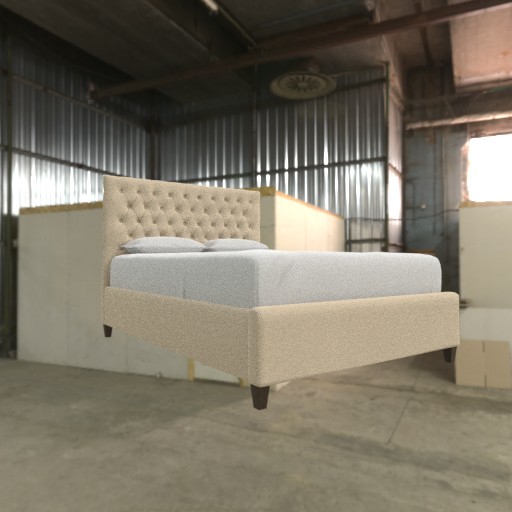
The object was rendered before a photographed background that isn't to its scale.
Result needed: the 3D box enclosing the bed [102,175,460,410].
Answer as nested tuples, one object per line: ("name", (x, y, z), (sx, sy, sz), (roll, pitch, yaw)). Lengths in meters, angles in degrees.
("bed", (0.000, 0.000, 3.453), (1.698, 1.427, 2.387), (0, 0, -36))
